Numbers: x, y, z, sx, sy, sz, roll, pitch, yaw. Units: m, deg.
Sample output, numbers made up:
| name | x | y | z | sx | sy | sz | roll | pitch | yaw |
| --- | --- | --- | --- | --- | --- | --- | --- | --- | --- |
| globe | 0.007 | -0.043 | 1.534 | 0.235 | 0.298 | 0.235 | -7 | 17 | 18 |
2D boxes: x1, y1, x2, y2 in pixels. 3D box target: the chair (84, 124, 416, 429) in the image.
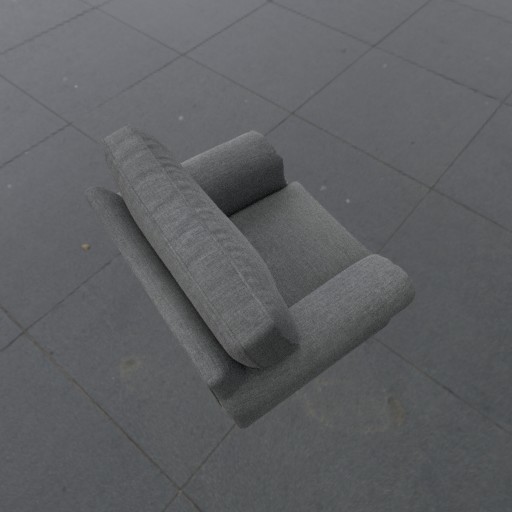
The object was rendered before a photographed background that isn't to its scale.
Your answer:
| name | x | y | z | sx | sy | sz | roll | pitch | yaw |
| --- | --- | --- | --- | --- | --- | --- | --- | --- | --- |
| chair | 0.000 | 0.000 | 1.859 | 0.965 | 0.961 | 1.092 | -30 | 61 | -19 |
